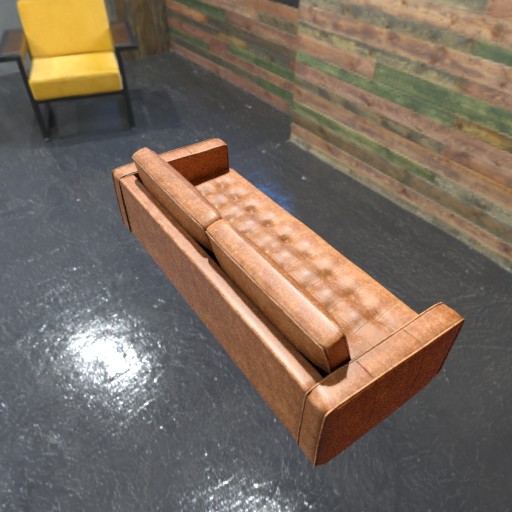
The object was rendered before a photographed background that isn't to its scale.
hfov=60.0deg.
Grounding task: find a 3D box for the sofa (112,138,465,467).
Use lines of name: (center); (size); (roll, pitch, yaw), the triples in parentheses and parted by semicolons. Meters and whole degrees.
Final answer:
sofa: (0.000, 0.000, 2.633); (0.886, 0.779, 2.199); (-25, 47, -25)
